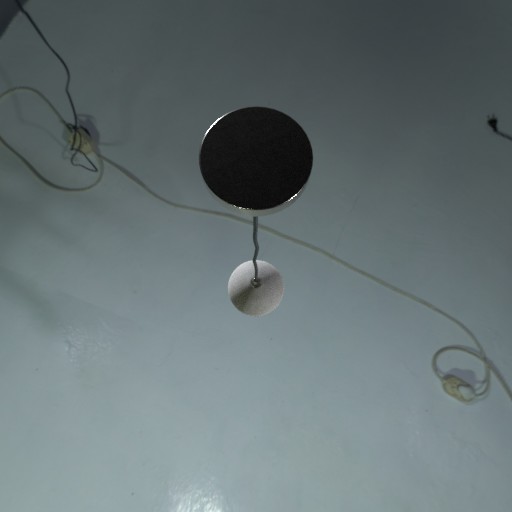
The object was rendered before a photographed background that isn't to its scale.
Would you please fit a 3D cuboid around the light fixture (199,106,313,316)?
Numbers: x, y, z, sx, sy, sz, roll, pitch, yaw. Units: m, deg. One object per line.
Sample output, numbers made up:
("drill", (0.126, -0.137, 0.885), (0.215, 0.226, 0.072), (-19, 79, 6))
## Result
("light fixture", (0.000, 0.000, 0.798), (0.139, 0.764, 0.139), (19, 76, 5))
